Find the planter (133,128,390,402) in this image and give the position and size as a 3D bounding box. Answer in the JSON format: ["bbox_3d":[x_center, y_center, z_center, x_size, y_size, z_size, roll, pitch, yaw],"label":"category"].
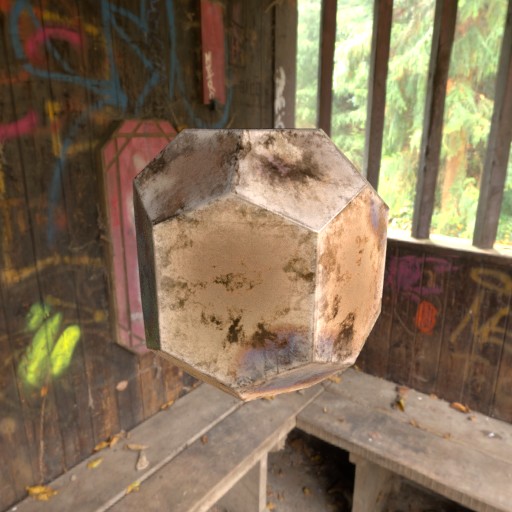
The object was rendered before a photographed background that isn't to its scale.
[{"bbox_3d":[0.000,0.000,0.431,0.243,0.238,0.221,3,17,9],"label":"planter"}]
